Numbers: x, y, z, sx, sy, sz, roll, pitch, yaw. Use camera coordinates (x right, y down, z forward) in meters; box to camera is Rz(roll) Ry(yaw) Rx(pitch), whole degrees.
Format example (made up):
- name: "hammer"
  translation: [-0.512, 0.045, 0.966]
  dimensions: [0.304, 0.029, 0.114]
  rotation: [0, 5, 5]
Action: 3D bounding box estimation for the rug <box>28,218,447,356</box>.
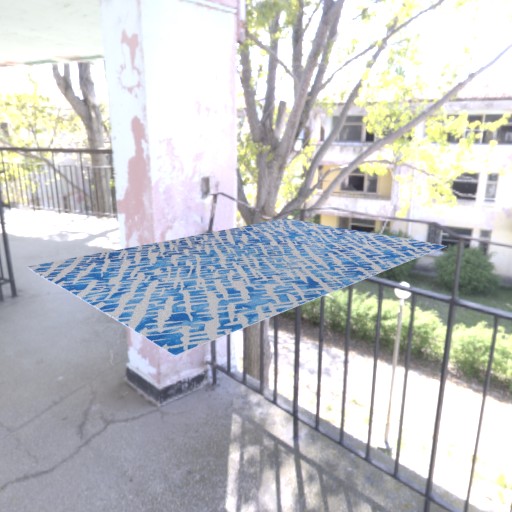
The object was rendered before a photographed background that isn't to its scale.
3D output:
- name: "rug"
  translation: [0.000, 0.000, 2.293]
  dimensions: [1.830, 0.011, 1.209]
  rotation: [-15, 21, -42]
